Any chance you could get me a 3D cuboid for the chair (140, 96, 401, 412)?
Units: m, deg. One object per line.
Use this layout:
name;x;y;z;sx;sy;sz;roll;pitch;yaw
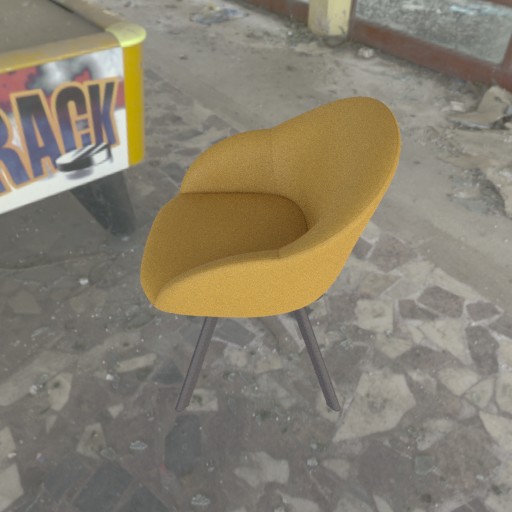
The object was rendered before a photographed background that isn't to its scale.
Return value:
chair;0.000;0.000;1.188;0.583;0.793;0.551;0;42;0
